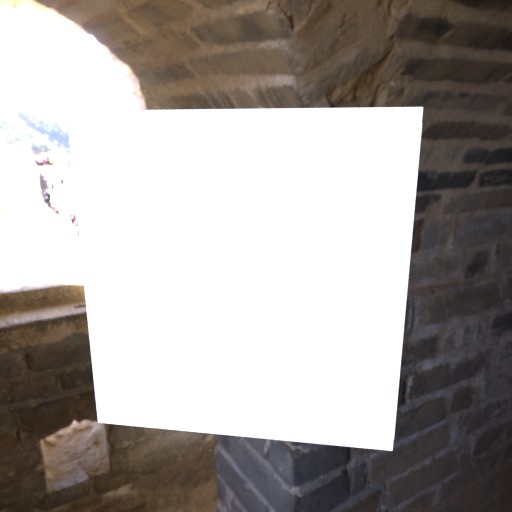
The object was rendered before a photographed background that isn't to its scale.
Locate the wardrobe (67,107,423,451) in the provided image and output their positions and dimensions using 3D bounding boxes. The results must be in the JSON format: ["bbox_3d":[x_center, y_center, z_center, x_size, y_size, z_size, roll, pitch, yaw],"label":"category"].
[{"bbox_3d":[0.000,0.000,0.866,0.500,0.520,0.400,2,15,8],"label":"wardrobe"}]
